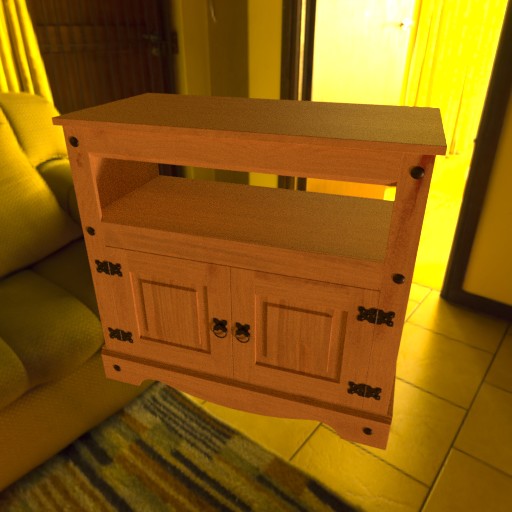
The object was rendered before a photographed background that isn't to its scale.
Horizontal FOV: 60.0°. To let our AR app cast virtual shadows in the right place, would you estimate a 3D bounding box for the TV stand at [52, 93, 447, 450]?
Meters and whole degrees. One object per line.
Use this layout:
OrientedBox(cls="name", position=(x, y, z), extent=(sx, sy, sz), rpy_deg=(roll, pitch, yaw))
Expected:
OrientedBox(cls="TV stand", position=(0.000, 0.000, 1.259), extent=(0.851, 0.787, 0.430), rpy_deg=(9, 29, 16))
